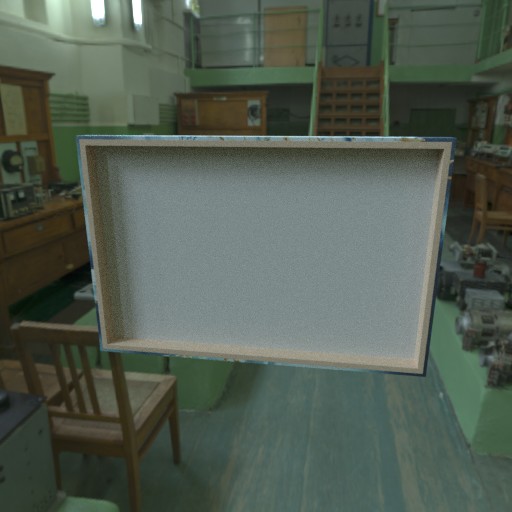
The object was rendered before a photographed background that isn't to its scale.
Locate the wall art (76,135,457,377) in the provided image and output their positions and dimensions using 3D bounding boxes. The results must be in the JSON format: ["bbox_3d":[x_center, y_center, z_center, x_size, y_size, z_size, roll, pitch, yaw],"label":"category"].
[{"bbox_3d":[0.000,0.000,0.778,0.607,0.405,0.036,3,17,8],"label":"wall art"}]
